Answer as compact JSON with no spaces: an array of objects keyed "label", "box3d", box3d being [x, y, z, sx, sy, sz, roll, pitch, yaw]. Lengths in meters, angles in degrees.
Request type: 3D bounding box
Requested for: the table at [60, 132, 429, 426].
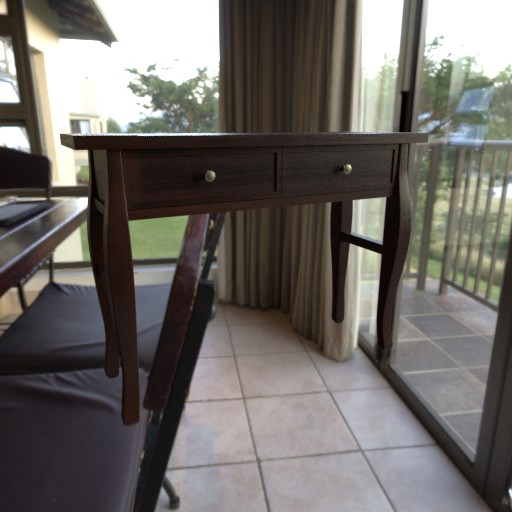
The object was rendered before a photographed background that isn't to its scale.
[{"label":"table","box3d":[0.000,0.000,1.439,1.062,0.768,0.373,-8,18,-26]}]
